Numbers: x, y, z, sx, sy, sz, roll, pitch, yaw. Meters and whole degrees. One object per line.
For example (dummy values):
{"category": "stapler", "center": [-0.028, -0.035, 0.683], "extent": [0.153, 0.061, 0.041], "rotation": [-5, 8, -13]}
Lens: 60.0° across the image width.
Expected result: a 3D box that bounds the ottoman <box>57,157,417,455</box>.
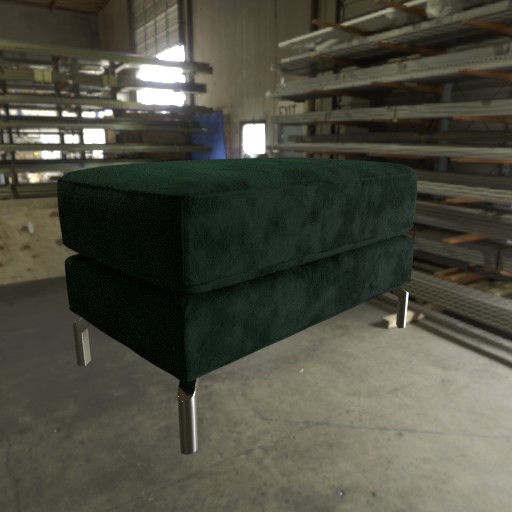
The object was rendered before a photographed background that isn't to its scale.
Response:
{"category": "ottoman", "center": [0.000, 0.000, 1.246], "extent": [0.886, 0.533, 0.536], "rotation": [-14, 20, -43]}
